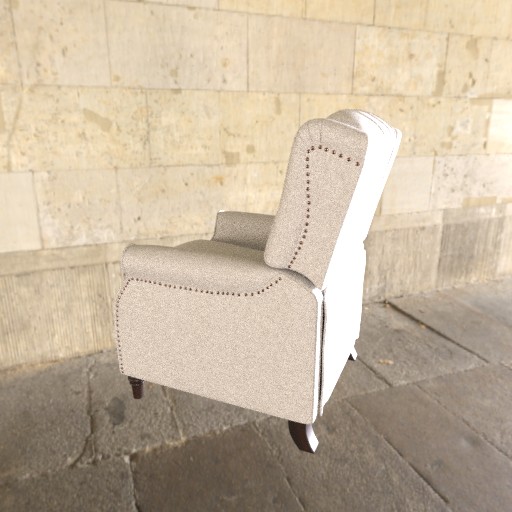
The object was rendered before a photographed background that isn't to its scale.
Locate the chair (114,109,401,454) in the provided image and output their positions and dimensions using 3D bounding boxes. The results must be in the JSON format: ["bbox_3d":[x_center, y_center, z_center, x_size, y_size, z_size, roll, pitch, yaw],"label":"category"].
[{"bbox_3d":[0.000,0.000,1.655,0.902,1.035,0.742,7,18,23],"label":"chair"}]
